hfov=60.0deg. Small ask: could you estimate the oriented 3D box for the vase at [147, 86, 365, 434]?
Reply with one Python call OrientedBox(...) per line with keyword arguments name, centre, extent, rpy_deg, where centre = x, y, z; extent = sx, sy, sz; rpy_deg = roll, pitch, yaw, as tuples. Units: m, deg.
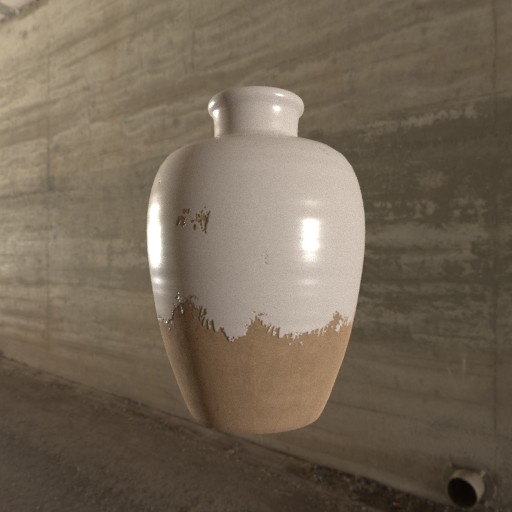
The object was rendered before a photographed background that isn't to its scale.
OrientedBox(name="vase", centre=(0.000, 0.000, 0.330), extent=(0.158, 0.228, 0.158), rpy_deg=(0, 0, 0))
